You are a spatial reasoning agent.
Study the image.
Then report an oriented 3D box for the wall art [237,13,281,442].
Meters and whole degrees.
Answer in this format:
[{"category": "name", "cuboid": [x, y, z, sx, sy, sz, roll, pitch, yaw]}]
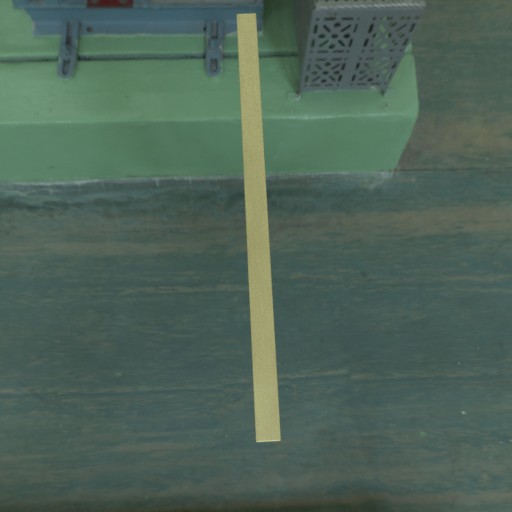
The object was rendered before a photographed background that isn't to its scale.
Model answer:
[{"category": "wall art", "cuboid": [0.000, 0.000, 1.121, 0.037, 0.763, 0.763, -3, 76, -1]}]
